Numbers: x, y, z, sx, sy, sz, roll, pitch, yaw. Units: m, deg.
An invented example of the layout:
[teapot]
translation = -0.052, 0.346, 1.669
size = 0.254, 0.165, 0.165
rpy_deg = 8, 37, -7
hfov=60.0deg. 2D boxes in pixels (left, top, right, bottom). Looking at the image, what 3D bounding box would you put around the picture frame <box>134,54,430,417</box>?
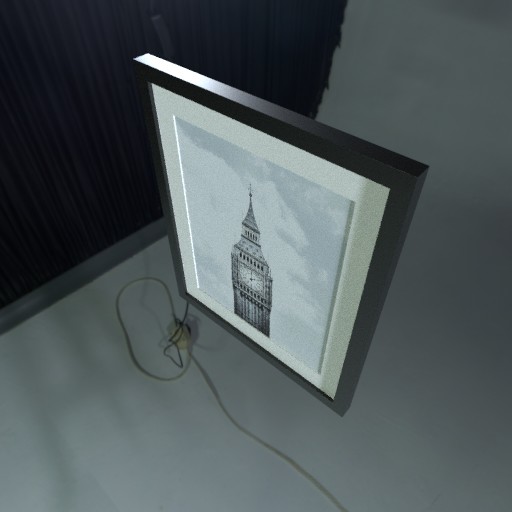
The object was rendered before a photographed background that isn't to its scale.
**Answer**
[picture frame]
translation = 0.000, 0.000, 0.764
size = 0.460, 0.556, 0.028
rpy_deg = 32, 53, 27
